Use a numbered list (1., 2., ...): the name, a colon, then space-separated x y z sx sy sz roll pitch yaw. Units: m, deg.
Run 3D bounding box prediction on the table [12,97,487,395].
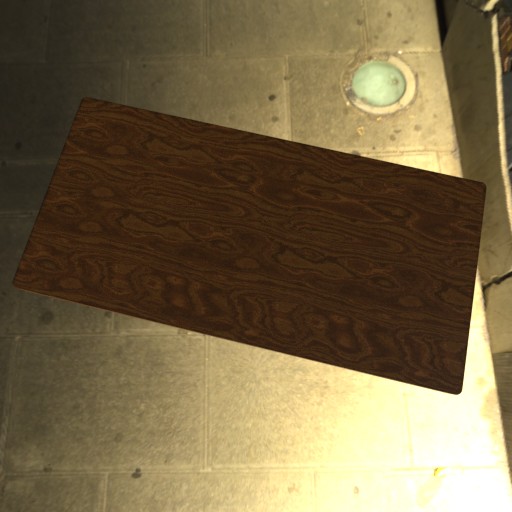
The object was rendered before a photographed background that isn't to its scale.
1. table: 0.000 0.000 2.176 1.791 0.753 0.883 13 76 3
